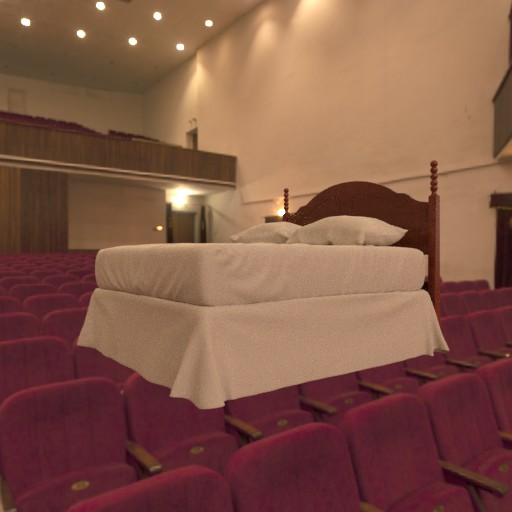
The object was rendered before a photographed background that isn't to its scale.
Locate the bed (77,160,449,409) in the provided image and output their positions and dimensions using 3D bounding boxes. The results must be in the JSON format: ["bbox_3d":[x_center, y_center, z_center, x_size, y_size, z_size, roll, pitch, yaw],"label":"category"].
[{"bbox_3d":[0.000,0.000,3.185,2.040,1.356,1.873,0,0,-37],"label":"bed"}]
